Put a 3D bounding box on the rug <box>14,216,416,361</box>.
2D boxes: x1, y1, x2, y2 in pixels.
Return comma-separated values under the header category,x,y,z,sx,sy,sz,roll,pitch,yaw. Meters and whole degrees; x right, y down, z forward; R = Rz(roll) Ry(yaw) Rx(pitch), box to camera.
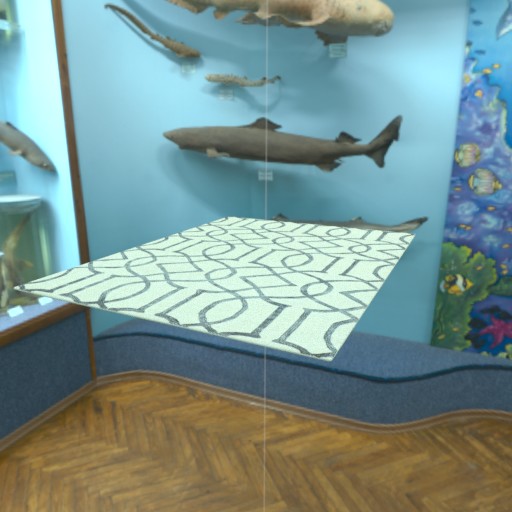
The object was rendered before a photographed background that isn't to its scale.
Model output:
category,x,y,z,sx,sy,sz,roll,pitch,yaw
rug,0.000,0.000,3.758,2.211,0.021,2.910,8,17,25
